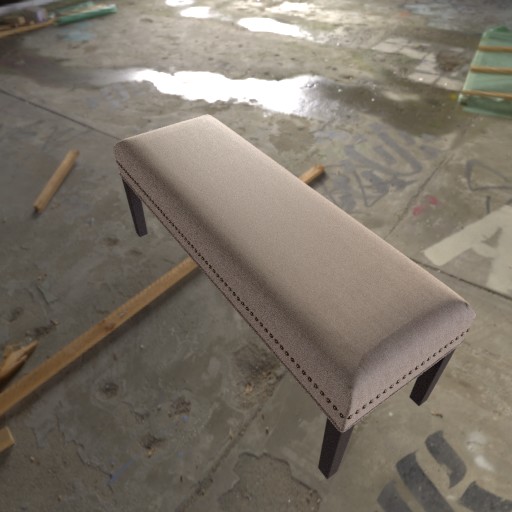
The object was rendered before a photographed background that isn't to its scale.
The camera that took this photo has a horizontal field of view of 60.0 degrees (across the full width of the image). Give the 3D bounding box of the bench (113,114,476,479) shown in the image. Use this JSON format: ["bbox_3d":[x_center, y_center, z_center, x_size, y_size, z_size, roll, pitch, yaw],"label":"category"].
[{"bbox_3d":[0.000,0.000,1.423,0.410,0.457,1.219,-25,49,-25],"label":"bench"}]
